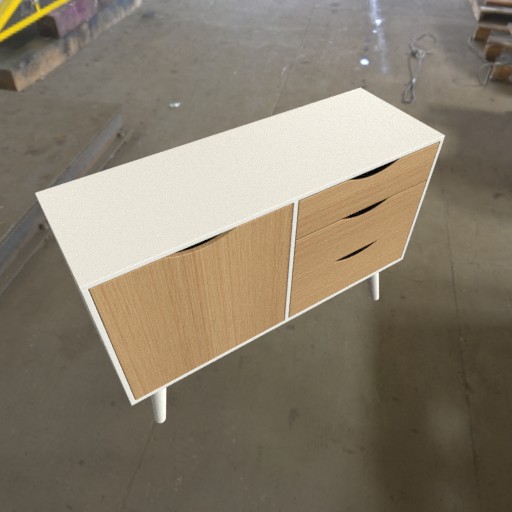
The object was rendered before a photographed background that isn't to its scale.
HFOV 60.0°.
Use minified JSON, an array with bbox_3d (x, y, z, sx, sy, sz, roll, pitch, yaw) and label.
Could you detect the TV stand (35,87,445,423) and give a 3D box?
[{"bbox_3d":[0.000,0.000,1.622,1.193,0.812,0.406,-25,51,-22],"label":"TV stand"}]
